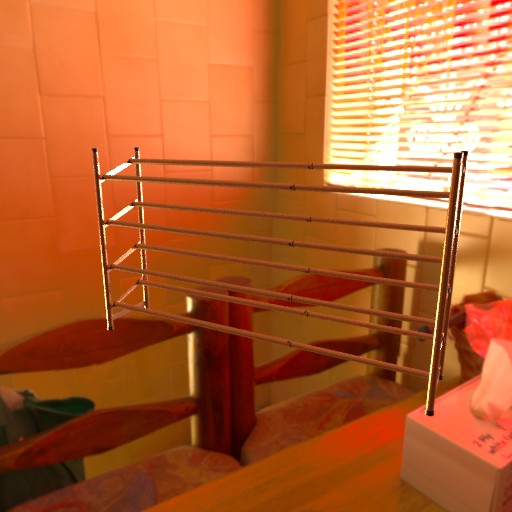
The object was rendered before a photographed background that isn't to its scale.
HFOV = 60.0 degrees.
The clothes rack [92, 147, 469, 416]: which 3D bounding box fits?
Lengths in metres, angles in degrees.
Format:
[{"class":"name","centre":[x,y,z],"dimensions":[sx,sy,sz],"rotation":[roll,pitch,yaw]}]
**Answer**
[{"class":"clothes rack","centre":[0.000,0.000,1.431],"dimensions":[1.168,0.672,0.229],"rotation":[8,16,27]}]
